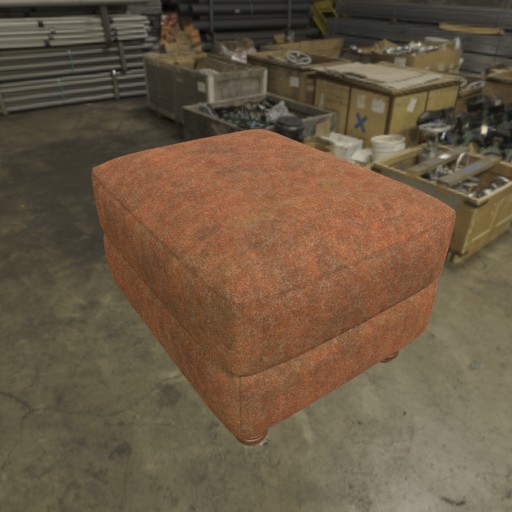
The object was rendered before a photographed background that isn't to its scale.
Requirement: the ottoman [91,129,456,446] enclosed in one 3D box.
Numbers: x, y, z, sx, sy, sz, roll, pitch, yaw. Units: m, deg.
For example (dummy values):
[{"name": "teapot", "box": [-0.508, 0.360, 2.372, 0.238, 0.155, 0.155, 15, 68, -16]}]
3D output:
[{"name": "ottoman", "box": [0.000, 0.000, 1.171, 0.635, 0.508, 0.787, -20, 37, -29]}]
